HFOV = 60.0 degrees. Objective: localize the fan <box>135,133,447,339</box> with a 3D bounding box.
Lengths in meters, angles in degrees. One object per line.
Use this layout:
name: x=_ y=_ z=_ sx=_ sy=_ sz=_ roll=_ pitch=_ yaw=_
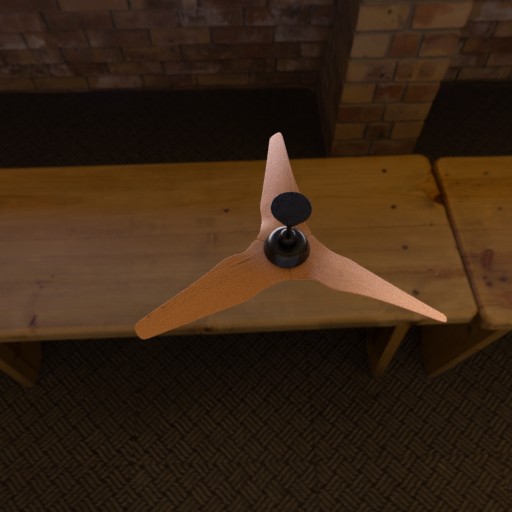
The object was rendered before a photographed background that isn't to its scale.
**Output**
fan: x=0.000 y=0.000 z=1.647 sx=1.010 sy=0.355 sz=1.142 roll=-30 pitch=63 yaw=-17
